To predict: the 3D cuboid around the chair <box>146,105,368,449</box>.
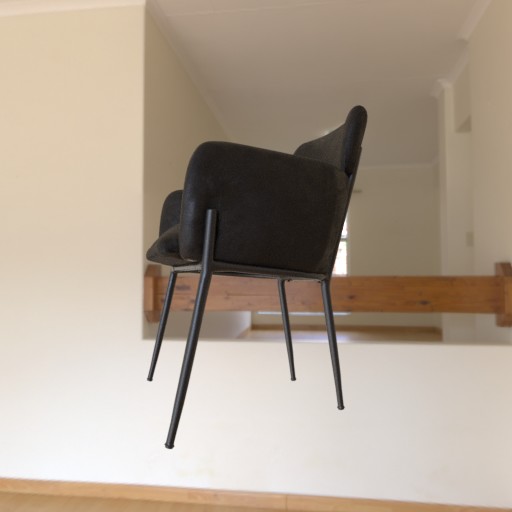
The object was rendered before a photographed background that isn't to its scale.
[{"bbox_3d":[0.000,0.000,1.291,0.604,0.818,0.640,1,-3,-17],"label":"chair"}]
